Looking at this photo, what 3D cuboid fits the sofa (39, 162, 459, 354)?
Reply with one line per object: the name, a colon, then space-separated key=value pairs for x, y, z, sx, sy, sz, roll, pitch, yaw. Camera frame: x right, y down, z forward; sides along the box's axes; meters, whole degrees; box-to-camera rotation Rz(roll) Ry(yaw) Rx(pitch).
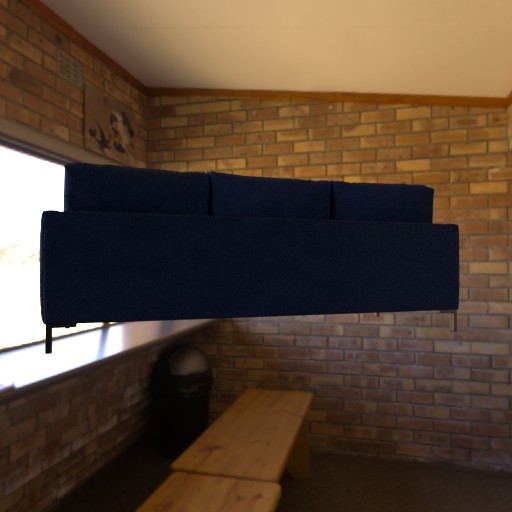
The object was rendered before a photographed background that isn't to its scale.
sofa: x=0.000 y=0.000 z=2.655 sx=2.252 sy=0.879 sz=0.875 roll=0 pitch=-1 yaw=-18
